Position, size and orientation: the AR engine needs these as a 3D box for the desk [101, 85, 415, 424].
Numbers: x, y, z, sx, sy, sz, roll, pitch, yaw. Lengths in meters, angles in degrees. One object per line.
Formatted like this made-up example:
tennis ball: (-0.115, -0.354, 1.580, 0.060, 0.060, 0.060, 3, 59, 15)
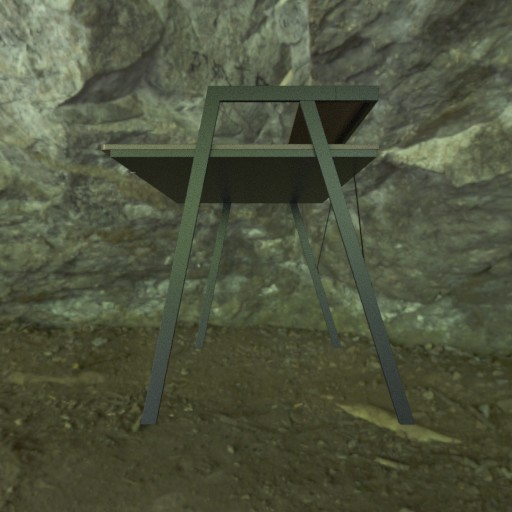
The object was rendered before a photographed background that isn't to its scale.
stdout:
desk: (0.000, 0.000, 1.877, 0.936, 0.998, 1.143, 0, 0, 0)
